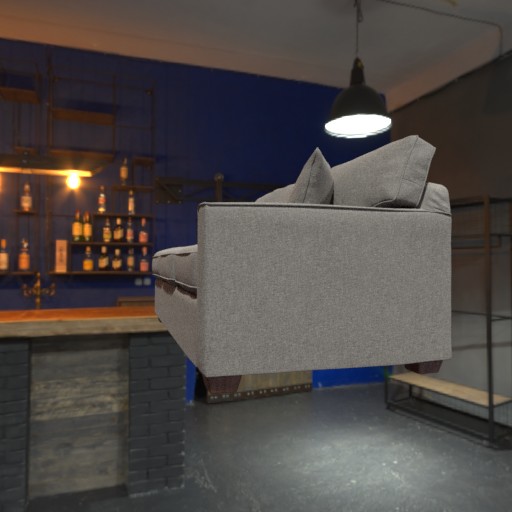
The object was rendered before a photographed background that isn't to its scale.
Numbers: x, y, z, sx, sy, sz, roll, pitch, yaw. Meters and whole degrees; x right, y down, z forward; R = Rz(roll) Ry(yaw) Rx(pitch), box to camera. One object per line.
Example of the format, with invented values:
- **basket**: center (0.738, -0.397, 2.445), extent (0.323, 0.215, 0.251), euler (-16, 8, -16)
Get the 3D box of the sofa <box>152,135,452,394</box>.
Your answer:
- **sofa**: center (0.000, 0.000, 2.524), extent (1.034, 0.946, 1.963), euler (0, -1, -18)
